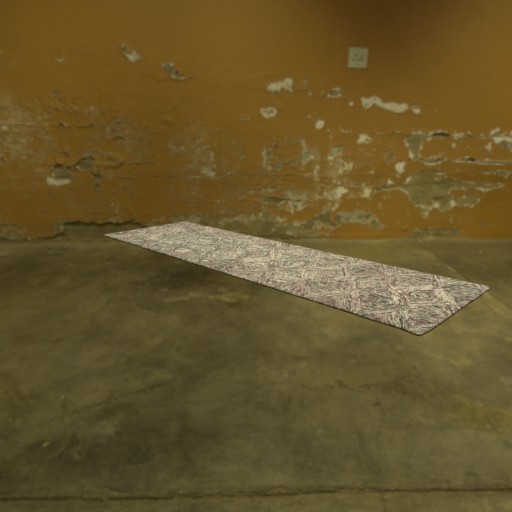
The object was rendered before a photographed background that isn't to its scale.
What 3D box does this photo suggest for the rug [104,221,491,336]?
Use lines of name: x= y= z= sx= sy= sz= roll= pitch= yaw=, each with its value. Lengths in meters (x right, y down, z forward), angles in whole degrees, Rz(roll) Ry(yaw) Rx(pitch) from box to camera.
rug: x=0.000 y=0.000 z=2.544 sx=2.305 sy=0.013 sz=0.719 roll=14 pitch=21 yaw=43
